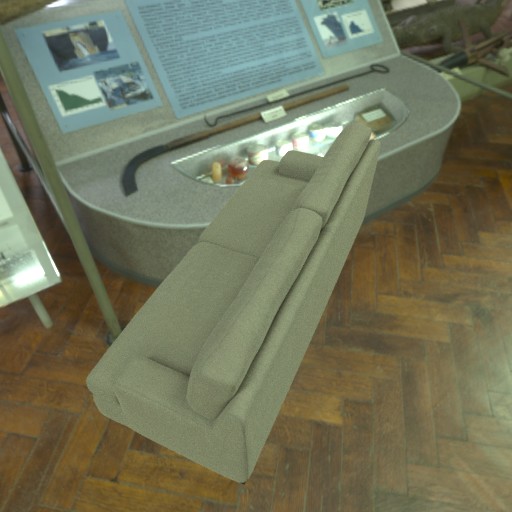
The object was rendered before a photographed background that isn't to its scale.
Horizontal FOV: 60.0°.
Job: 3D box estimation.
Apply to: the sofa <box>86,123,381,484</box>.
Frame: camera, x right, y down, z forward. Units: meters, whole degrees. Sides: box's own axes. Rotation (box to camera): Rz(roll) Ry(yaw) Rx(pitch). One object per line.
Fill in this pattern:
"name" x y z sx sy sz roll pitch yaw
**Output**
"sofa" 0.000 0.000 2.856 0.962 0.980 2.354 18 48 17
